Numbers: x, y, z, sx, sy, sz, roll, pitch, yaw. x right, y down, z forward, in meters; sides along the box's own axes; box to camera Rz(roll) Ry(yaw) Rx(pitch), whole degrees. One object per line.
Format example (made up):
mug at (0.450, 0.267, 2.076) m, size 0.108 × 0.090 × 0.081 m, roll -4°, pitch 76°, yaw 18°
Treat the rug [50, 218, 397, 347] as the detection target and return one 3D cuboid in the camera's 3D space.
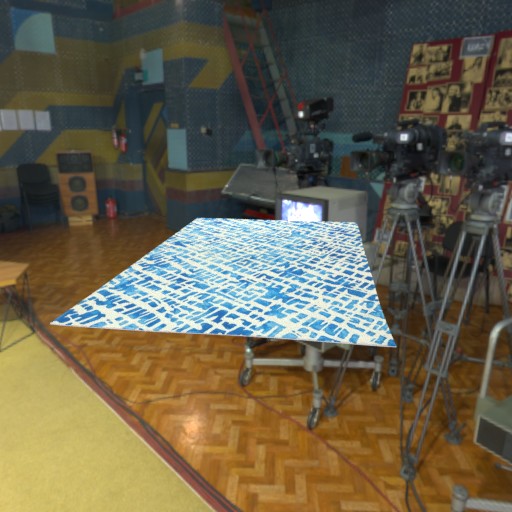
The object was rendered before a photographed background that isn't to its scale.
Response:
rug at (0.000, 0.000, 3.054) m, size 1.520 × 0.011 × 2.447 m, roll 2°, pitch 16°, yaw 8°
